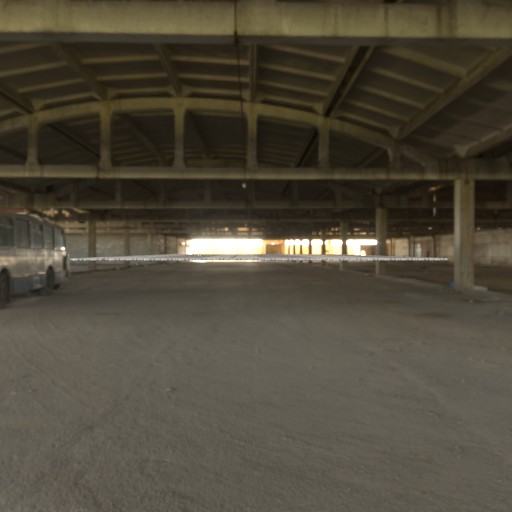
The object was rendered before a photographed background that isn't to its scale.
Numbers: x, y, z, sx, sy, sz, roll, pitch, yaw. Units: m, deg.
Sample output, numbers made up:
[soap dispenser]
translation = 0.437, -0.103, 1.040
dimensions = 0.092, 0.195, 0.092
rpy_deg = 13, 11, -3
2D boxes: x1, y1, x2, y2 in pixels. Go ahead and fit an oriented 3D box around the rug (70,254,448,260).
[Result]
[rug]
translation = 0.000, 0.000, 3.017
dimensions = 1.549, 0.010, 2.464
rpy_deg = 0, 1, -1
